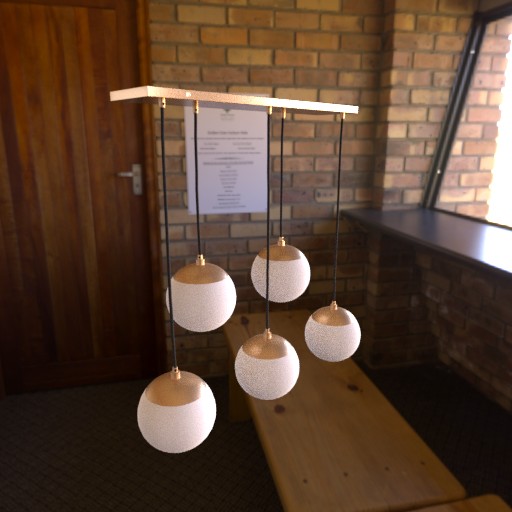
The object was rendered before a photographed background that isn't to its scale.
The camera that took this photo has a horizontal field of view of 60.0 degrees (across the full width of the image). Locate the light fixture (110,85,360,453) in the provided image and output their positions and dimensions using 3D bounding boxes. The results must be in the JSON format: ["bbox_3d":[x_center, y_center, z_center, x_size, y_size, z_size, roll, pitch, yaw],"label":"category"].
[{"bbox_3d":[0.000,0.000,1.308,0.863,0.869,0.299,-14,20,-43],"label":"light fixture"}]
